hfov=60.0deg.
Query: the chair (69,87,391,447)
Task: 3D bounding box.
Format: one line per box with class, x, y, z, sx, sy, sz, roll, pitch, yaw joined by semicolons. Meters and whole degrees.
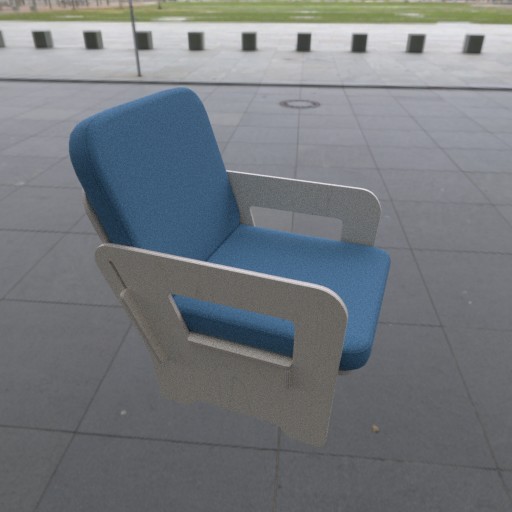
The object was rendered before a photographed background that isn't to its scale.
chair;0.000;0.000;1.148;0.657;0.747;0.547;11;32;18
